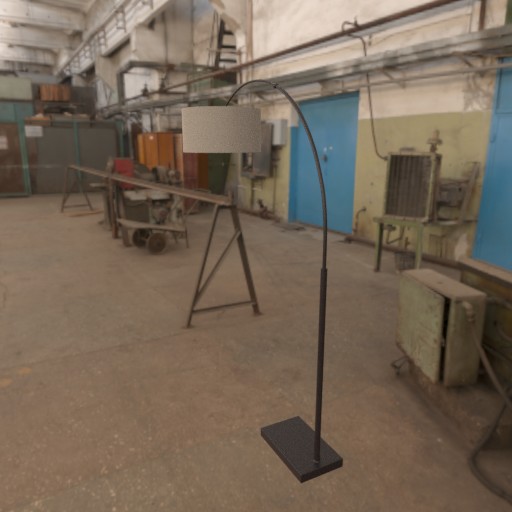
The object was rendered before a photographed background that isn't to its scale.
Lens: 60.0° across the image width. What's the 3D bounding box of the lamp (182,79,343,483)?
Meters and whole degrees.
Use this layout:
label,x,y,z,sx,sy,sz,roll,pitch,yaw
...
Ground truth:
label,x,y,z,sx,sy,sz,roll,pitch,yaw
lamp,0.000,0.000,2.579,0.493,1.927,1.424,-7,16,-27
